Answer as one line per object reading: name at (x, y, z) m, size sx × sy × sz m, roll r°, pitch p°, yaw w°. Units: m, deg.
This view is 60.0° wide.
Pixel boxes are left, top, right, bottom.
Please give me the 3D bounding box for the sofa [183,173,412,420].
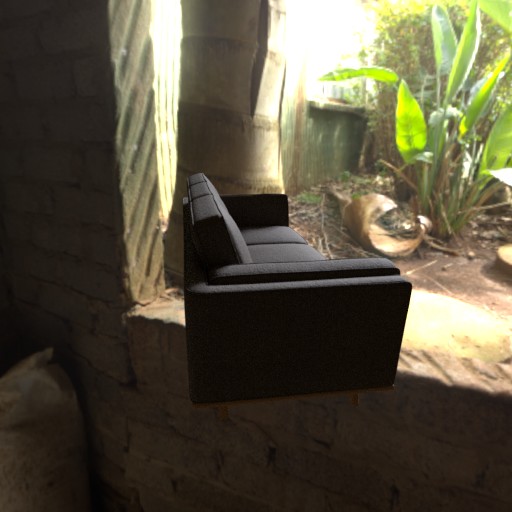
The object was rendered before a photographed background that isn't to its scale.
sofa at (0.000, 0.000, 2.816) m, size 0.903 × 0.899 × 2.362 m, roll -3°, pitch 16°, yaw -9°
